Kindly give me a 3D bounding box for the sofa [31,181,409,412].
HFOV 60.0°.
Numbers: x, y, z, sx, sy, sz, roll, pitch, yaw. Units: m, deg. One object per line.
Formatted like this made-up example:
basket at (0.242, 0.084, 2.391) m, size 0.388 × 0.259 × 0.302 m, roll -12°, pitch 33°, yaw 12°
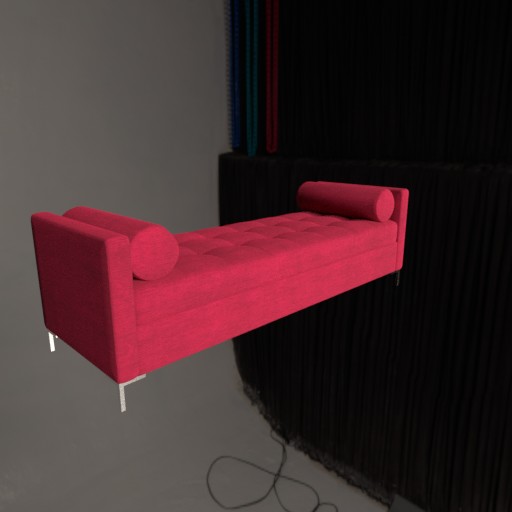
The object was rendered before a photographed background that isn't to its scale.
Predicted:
sofa at (0.000, 0.000, 2.356) m, size 1.981 × 0.635 × 0.686 m, roll -14°, pitch 21°, yaw -43°
